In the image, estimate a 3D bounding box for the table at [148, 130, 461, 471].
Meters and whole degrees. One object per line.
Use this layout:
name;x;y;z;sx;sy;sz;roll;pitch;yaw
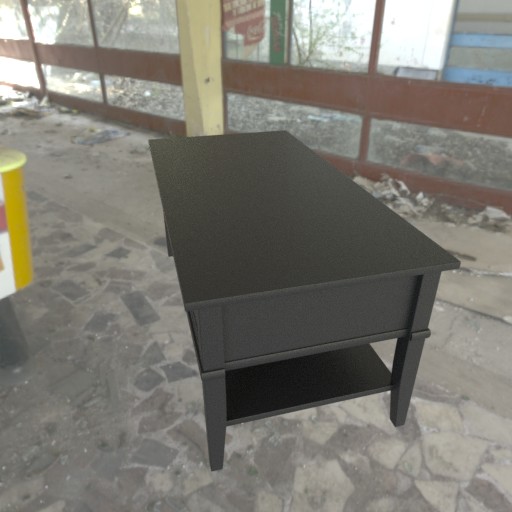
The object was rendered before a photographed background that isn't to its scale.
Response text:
table;0.000;0.000;1.332;0.523;0.470;1.044;-8;30;-13
